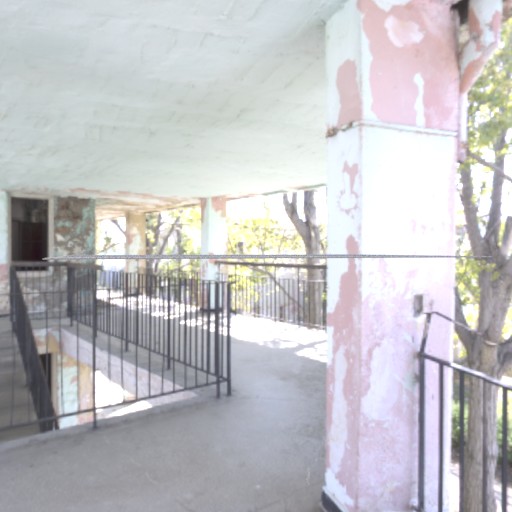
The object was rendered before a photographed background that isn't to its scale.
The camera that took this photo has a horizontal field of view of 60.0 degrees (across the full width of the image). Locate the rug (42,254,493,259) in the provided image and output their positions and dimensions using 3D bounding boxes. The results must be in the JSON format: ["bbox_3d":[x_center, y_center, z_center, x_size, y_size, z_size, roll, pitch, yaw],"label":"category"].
[{"bbox_3d":[0.000,0.000,2.278,1.828,0.005,1.219,0,1,-18],"label":"rug"}]
